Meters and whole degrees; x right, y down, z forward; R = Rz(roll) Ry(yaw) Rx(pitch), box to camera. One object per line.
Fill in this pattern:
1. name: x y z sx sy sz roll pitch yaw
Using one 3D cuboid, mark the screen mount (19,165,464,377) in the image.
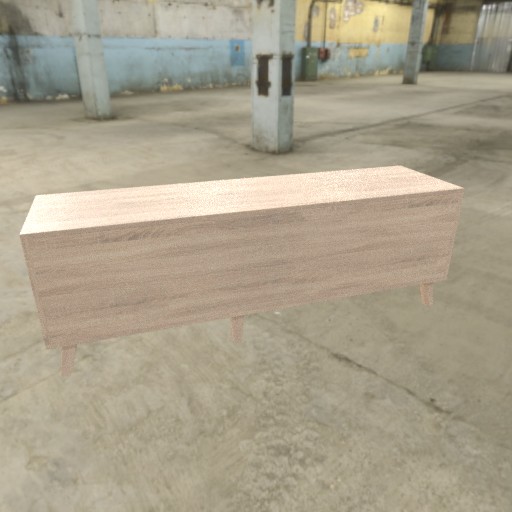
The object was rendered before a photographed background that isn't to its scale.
1. screen mount: 0.000 0.000 1.707 1.500 0.510 0.400 -8 25 -17
